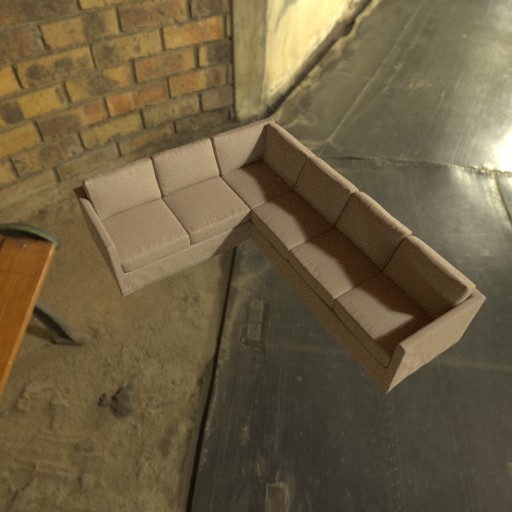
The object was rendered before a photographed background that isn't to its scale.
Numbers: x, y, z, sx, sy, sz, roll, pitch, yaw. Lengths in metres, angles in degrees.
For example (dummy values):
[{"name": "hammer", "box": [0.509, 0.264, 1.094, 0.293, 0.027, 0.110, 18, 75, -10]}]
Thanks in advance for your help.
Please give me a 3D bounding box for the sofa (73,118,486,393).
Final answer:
[{"name": "sofa", "box": [0.000, 0.000, 4.230, 2.432, 0.871, 3.182, -25, 53, -21]}]
